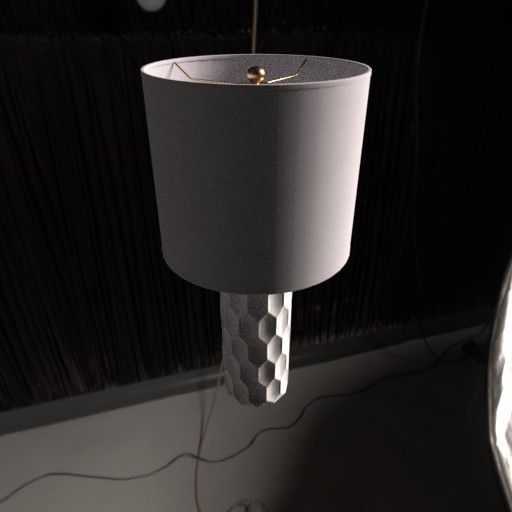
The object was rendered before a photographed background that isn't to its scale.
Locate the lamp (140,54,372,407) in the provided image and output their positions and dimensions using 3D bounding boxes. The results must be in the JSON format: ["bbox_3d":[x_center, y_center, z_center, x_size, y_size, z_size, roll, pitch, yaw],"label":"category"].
[{"bbox_3d":[0.000,0.000,0.676,0.277,0.537,0.277,-9,31,-16],"label":"lamp"}]
